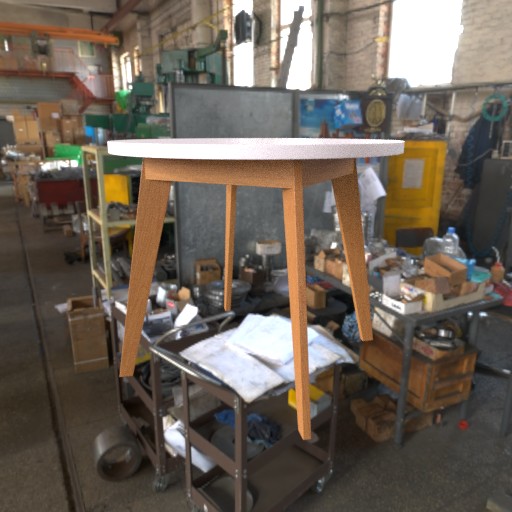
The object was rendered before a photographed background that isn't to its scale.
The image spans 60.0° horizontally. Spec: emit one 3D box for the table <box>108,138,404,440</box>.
[{"bbox_3d":[0.000,0.000,1.508,0.896,0.762,0.896,0,16,0],"label":"table"}]
